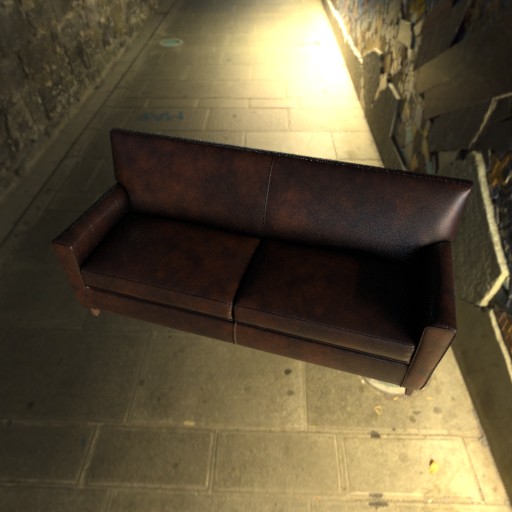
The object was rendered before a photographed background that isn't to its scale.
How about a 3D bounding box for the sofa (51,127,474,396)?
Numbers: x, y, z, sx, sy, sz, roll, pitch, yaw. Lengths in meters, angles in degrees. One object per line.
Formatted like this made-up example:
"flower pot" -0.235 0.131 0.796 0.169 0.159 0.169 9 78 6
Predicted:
"sofa" 0.000 0.000 2.405 1.995 0.871 0.786 12 43 13
